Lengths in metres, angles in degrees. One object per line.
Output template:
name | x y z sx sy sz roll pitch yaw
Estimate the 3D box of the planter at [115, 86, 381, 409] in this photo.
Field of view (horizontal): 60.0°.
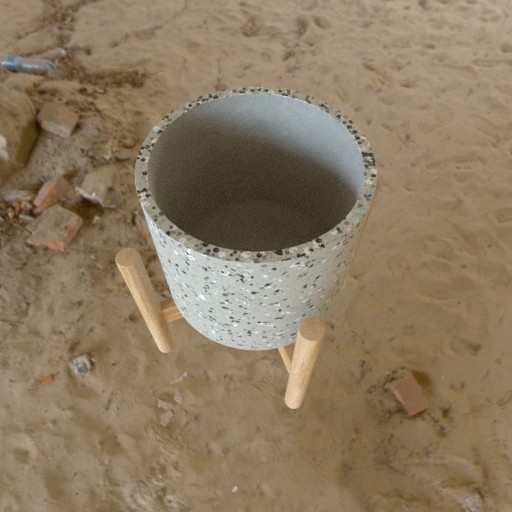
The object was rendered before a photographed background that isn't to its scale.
planter | 0.000 0.000 0.544 0.284 0.320 0.284 1 57 1
